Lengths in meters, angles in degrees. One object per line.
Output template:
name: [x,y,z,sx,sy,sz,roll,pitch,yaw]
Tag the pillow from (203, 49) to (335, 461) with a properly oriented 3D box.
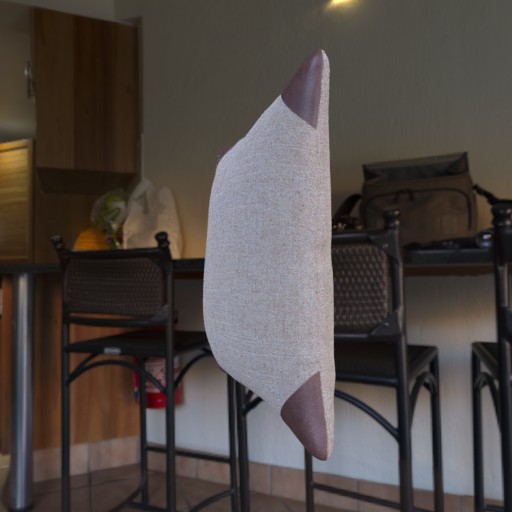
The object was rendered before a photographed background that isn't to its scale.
pillow: [0.000,0.000,0.678,0.147,0.448,0.437,1,-2,-20]
